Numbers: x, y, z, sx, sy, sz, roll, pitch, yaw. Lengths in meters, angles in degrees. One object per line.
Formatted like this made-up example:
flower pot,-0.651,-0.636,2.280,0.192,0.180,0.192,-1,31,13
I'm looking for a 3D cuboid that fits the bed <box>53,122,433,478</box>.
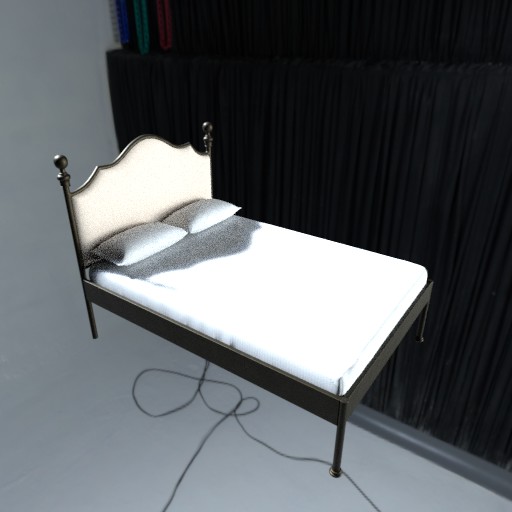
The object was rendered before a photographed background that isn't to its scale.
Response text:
bed,0.000,0.000,3.168,2.170,1.462,1.533,18,32,31
